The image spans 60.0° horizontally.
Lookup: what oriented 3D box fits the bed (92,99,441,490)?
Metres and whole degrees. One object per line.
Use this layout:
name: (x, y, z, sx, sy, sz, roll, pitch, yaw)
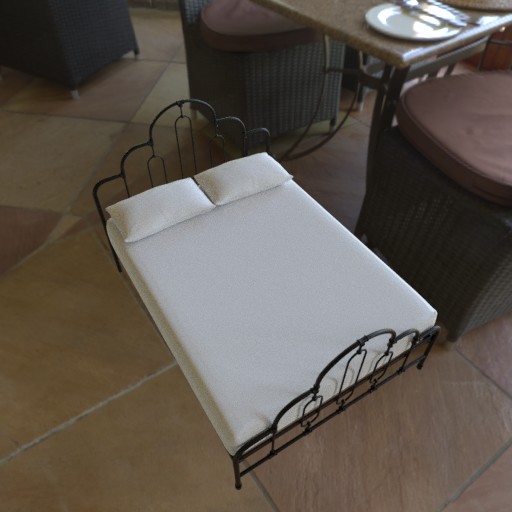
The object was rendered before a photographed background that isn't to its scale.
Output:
bed: (0.000, 0.000, 3.187, 1.626, 1.444, 2.181, -24, 51, -21)
